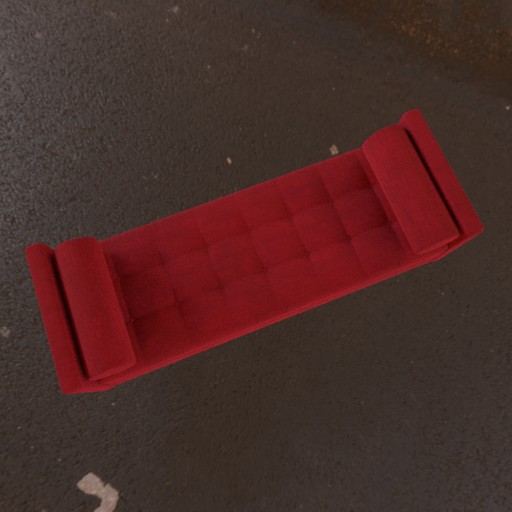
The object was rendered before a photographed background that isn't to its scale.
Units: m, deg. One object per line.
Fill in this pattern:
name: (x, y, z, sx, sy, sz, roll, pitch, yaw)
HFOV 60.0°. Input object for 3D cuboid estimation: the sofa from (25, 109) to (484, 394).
sofa: (0.000, 0.000, 2.288, 1.981, 0.635, 0.686, -21, 76, -5)
